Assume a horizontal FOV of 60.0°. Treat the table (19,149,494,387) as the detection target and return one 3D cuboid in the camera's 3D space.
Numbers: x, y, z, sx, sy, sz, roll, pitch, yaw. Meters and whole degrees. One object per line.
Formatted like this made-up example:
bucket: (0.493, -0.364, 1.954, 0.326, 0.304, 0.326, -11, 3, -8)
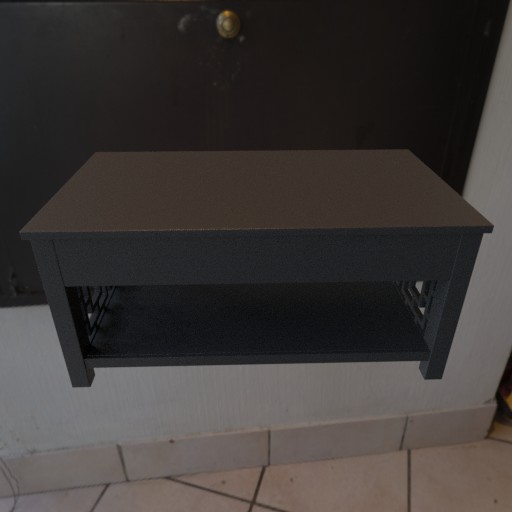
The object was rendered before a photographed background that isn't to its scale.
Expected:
table: (0.000, 0.000, 1.383, 1.068, 0.493, 0.612, -1, 30, -1)
